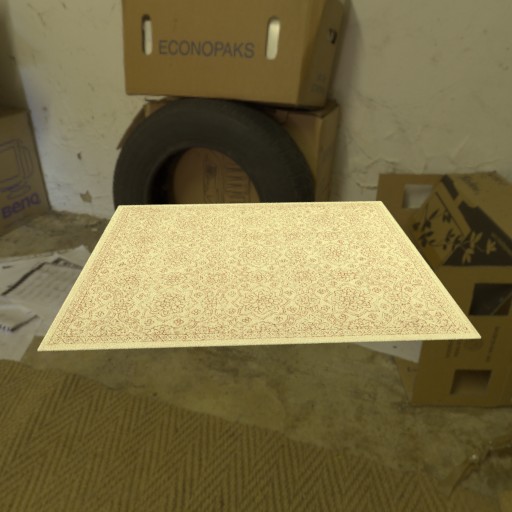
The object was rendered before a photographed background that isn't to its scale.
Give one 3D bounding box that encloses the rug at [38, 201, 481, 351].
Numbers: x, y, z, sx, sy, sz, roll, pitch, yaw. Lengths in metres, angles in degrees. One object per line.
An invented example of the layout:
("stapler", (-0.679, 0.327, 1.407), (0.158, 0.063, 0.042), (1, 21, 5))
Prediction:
("rug", (0.000, 0.000, 4.092), (3.050, 0.015, 2.441), (-1, 30, -2))
